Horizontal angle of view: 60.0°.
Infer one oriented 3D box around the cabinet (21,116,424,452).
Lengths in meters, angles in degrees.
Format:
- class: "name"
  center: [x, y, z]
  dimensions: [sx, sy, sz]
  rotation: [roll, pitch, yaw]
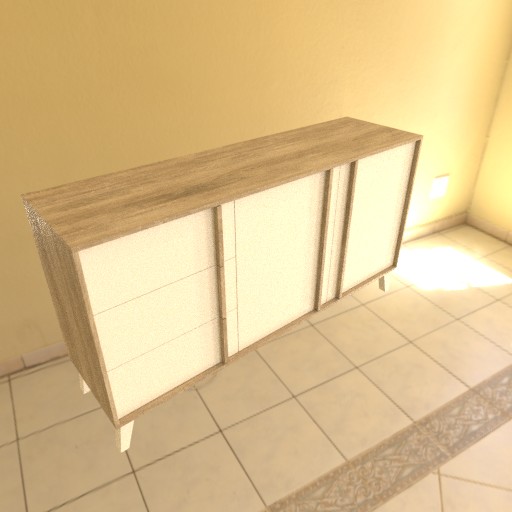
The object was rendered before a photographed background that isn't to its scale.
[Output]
- class: "cabinet"
  center: [0.000, 0.000, 1.946]
  dimensions: [1.600, 0.870, 0.450]
  rotation: [-23, 38, -33]
